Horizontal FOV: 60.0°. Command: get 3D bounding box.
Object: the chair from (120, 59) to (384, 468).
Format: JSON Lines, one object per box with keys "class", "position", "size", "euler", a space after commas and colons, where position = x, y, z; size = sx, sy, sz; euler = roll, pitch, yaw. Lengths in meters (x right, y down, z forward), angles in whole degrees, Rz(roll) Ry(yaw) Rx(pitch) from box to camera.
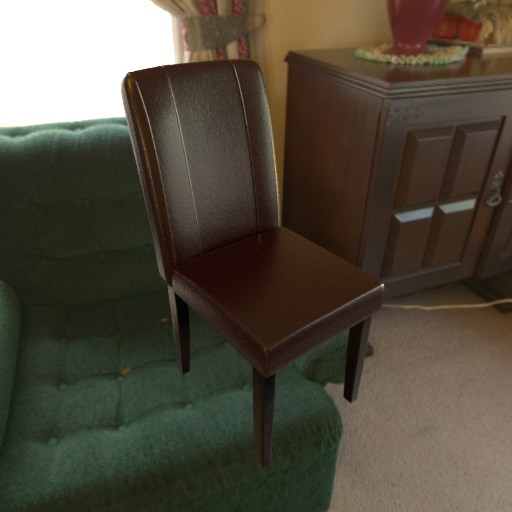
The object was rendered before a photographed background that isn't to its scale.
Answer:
{"class": "chair", "position": [0.000, 0.000, 1.177], "size": [0.399, 0.897, 0.556], "euler": [-22, 38, -32]}
